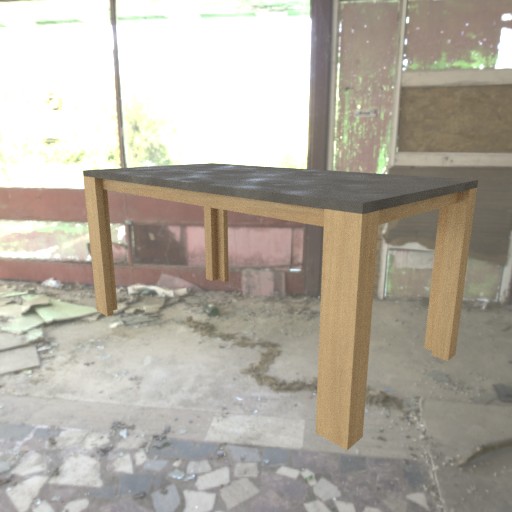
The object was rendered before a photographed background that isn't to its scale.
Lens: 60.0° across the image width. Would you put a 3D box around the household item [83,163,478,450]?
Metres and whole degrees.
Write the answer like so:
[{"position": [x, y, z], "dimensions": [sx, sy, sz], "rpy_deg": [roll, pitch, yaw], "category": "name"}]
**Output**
[{"position": [0.000, 0.000, 2.079], "dimensions": [1.600, 0.755, 0.850], "rpy_deg": [14, 21, 42], "category": "household item"}]
